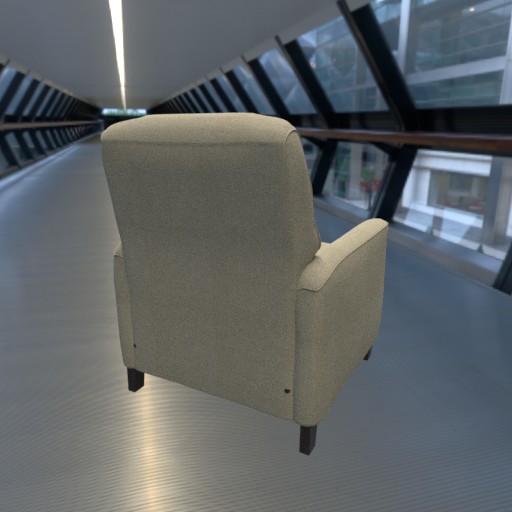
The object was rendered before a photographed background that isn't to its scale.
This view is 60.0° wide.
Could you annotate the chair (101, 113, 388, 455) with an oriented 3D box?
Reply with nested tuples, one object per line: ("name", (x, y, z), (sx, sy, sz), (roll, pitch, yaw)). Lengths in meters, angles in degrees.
("chair", (0.000, 0.000, 1.681), (0.850, 1.006, 0.853), (8, 18, 28))
